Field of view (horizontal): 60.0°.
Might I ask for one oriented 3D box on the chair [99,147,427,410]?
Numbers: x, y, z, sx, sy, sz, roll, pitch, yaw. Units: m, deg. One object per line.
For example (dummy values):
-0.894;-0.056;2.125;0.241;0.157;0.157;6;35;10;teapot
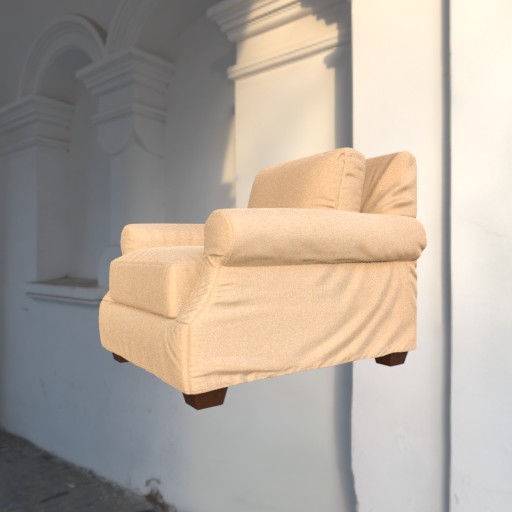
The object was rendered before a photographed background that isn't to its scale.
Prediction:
0.000;0.000;1.811;1.066;0.866;0.940;0;0;-35;chair
